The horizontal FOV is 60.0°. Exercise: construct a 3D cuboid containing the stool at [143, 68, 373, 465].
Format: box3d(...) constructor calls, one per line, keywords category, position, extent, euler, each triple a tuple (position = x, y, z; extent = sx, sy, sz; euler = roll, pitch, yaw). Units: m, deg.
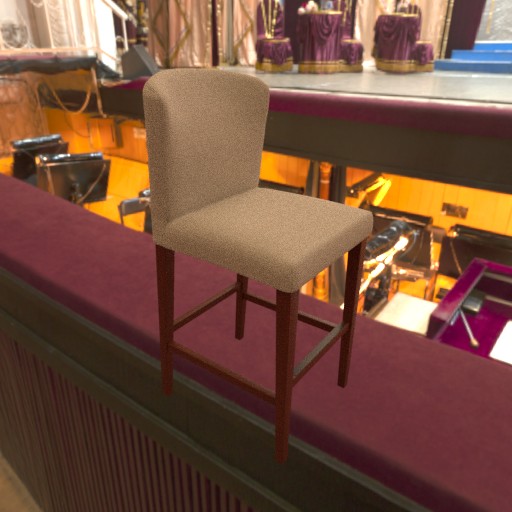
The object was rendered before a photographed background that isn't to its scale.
box3d(category="stool", position=(0.000, 0.000, 1.385), extent=(0.568, 1.069, 0.481), euler=(18, 30, 33))
